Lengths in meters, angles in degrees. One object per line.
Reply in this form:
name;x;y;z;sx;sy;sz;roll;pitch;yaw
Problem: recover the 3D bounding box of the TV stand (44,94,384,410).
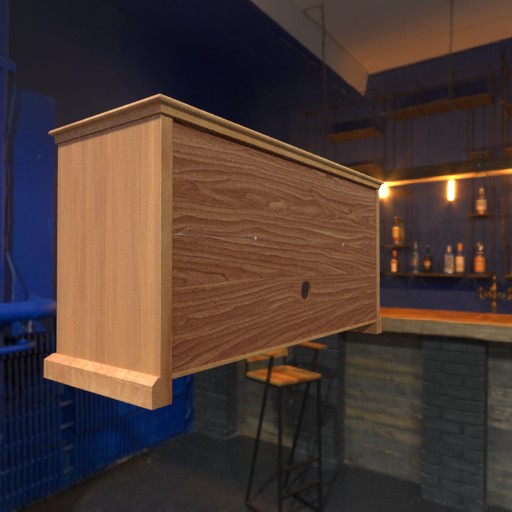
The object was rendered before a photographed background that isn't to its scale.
TV stand;0.000;0.000;1.441;0.417;0.607;1.181;-1;-1;37
